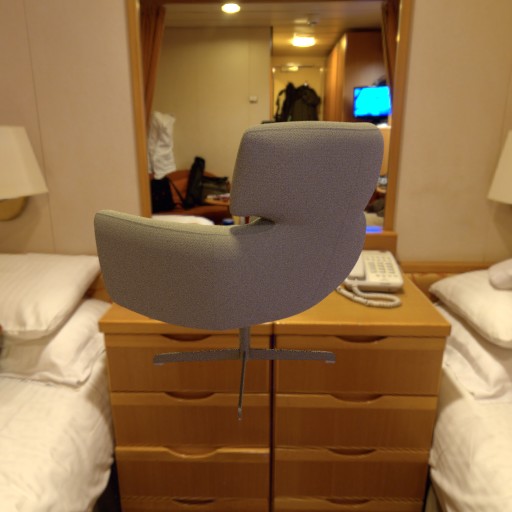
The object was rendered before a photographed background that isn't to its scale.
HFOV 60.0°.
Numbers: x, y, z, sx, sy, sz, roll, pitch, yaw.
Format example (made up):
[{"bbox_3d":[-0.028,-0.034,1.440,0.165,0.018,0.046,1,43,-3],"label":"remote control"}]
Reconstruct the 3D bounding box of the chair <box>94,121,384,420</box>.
[{"bbox_3d":[0.000,0.000,1.418,0.730,0.810,0.760,15,21,43],"label":"chair"}]
